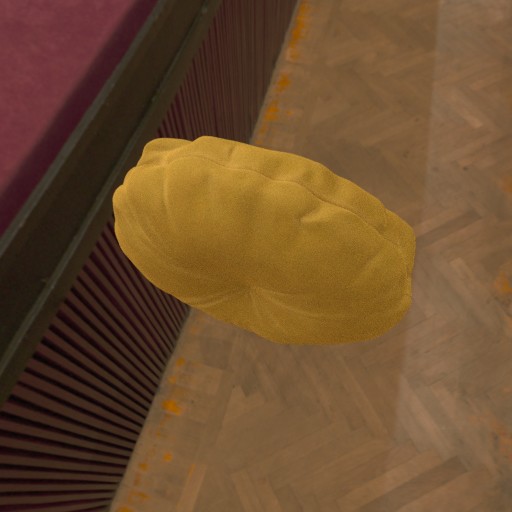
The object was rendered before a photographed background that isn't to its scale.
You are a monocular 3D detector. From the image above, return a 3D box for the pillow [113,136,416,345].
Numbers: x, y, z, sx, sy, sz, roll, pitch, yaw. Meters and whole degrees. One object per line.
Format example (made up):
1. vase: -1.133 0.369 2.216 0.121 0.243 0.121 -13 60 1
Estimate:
1. pillow: 0.000 0.000 0.624 0.428 0.407 0.148 17 64 9
